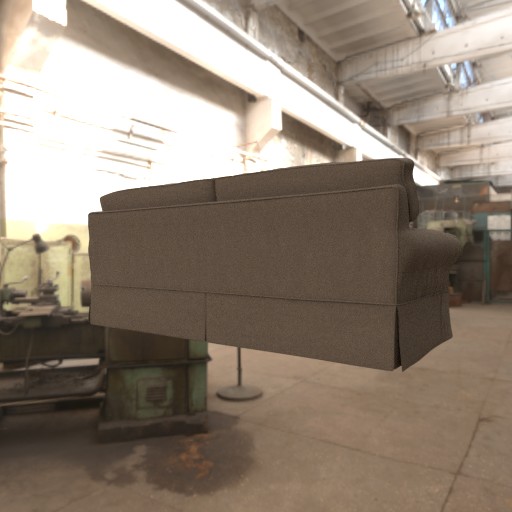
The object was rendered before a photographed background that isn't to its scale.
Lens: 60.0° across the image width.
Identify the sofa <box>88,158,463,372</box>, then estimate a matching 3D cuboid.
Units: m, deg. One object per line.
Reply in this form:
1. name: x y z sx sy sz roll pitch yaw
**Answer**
1. sofa: 0.000 0.000 2.801 2.248 0.943 0.991 0 1 35
